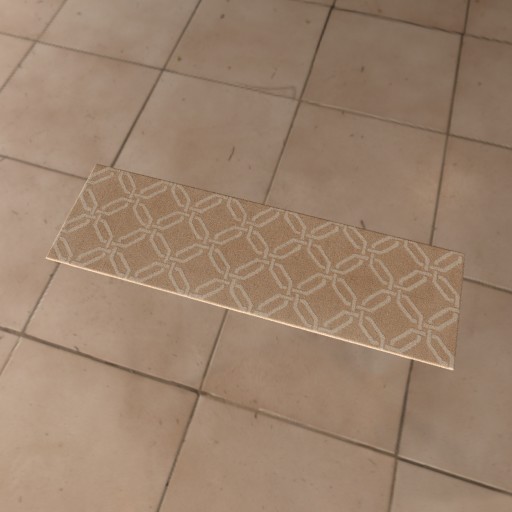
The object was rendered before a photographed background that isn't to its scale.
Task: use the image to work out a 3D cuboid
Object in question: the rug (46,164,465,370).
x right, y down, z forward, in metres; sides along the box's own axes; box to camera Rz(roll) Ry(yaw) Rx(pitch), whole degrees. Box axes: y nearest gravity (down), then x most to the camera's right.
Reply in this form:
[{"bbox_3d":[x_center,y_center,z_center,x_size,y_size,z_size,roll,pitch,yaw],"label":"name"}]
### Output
[{"bbox_3d":[0.000,0.000,2.507,2.276,0.014,0.678,14,66,7],"label":"rug"}]
